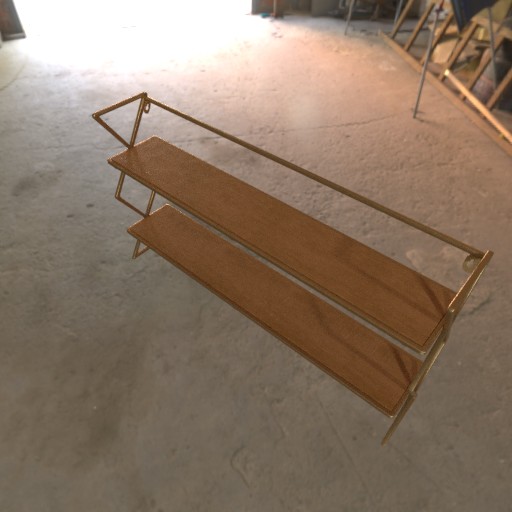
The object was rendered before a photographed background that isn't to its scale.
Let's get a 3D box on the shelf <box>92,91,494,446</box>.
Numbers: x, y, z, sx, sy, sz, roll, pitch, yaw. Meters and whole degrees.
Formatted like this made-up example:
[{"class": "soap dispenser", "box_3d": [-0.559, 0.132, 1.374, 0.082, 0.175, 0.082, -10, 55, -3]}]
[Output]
[{"class": "shelf", "box_3d": [0.000, 0.000, 0.975, 0.822, 0.450, 0.150, 32, 53, 27]}]
